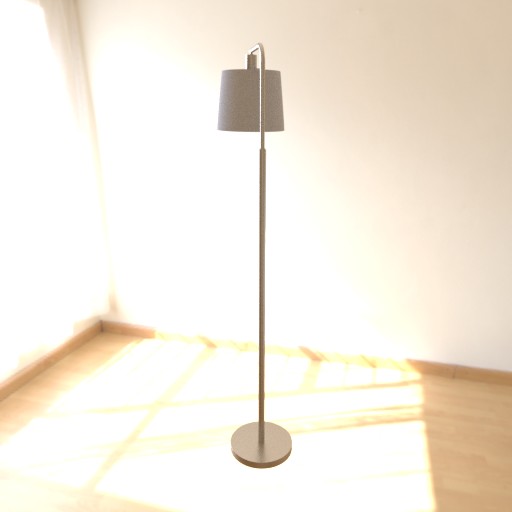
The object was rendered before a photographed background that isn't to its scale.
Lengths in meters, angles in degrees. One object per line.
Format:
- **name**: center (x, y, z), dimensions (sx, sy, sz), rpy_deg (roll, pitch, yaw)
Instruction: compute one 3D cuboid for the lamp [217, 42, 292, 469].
- **lamp**: center (0.000, 0.000, 1.674), dimensions (0.254, 1.478, 0.508), rpy_deg (-2, 15, -9)
